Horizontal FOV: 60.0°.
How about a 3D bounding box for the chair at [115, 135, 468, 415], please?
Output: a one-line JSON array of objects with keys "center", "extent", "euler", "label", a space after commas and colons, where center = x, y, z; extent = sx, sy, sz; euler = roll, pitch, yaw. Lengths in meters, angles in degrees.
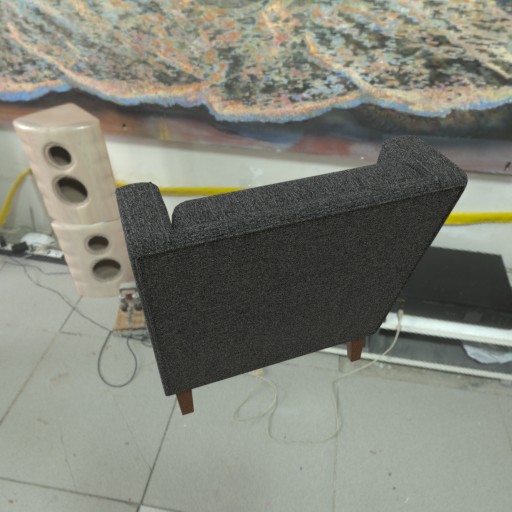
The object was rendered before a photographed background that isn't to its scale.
[{"center": [0.000, 0.000, 1.772], "extent": [0.942, 1.082, 0.927], "euler": [-13, 43, -15], "label": "chair"}]
